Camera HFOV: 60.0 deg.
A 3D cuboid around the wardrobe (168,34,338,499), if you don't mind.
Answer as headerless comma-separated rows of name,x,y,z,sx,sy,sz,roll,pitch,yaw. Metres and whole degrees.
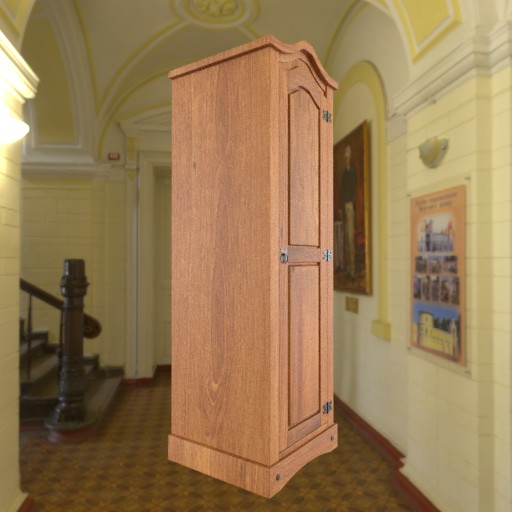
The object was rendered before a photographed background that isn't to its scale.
wardrobe,0.000,0.000,2.110,0.570,1.870,0.590,0,0,36
